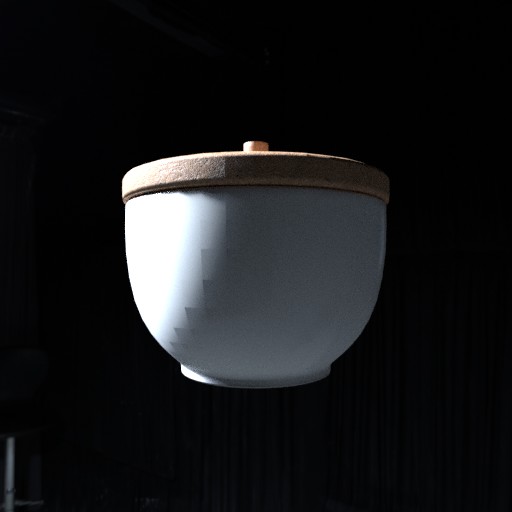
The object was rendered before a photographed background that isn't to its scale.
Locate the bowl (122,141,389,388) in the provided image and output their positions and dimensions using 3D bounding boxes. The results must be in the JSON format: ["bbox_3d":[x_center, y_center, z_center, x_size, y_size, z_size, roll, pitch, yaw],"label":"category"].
[{"bbox_3d":[0.000,0.000,0.218,0.126,0.110,0.126,0,-1,0],"label":"bowl"}]
